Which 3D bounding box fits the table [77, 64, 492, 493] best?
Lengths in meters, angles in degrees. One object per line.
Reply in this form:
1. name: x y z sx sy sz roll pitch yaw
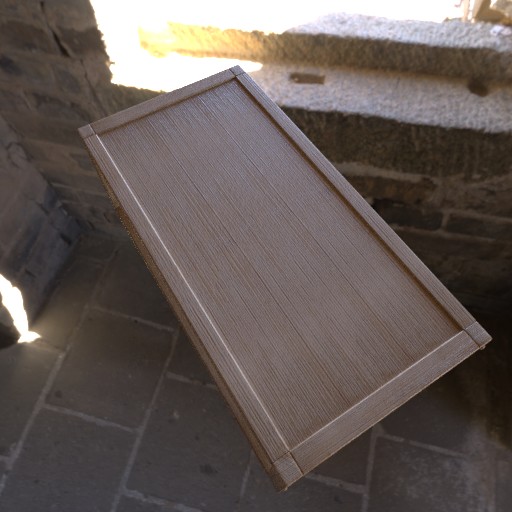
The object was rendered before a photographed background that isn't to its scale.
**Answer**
1. table: 0.000 0.000 1.557 0.660 0.457 1.321 -29 64 -15
